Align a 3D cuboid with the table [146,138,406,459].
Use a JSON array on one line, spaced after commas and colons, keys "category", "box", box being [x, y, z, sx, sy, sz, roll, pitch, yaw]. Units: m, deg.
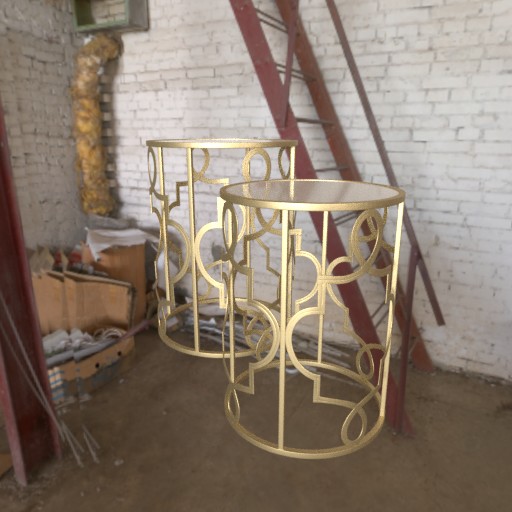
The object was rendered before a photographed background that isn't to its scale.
[{"category": "table", "box": [0.000, 0.000, 1.136, 0.420, 0.564, 0.846, -8, 18, -25]}]
